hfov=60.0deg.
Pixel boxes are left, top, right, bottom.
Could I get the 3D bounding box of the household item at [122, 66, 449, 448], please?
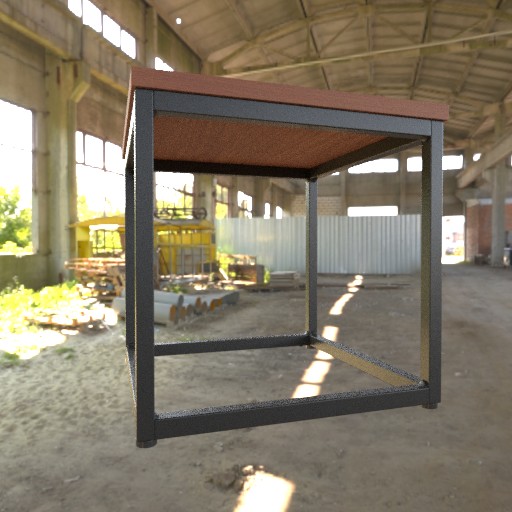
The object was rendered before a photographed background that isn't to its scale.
[{"bbox_3d":[0.000,0.000,0.711,0.400,0.400,0.400,0,1,-18],"label":"household item"}]
